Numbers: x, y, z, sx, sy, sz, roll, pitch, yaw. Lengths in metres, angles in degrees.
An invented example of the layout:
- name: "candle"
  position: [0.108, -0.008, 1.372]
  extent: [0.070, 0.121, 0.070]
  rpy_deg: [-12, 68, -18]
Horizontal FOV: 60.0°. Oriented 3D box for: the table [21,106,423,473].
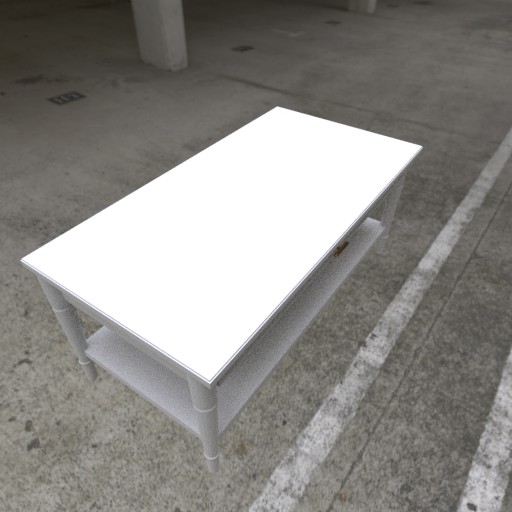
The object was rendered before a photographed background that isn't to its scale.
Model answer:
- name: "table"
  position: [0.000, 0.000, 1.362]
  extent: [0.559, 0.457, 1.067]
  rpy_deg: [25, 47, 26]
